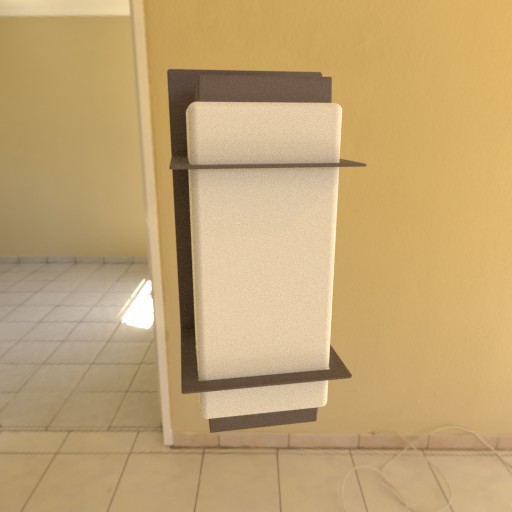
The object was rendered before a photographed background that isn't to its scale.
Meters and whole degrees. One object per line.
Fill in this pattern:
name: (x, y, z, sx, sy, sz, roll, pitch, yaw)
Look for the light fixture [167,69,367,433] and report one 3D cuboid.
light fixture: (0.000, 0.000, 0.431, 0.153, 0.347, 0.146, -3, 17, -9)
